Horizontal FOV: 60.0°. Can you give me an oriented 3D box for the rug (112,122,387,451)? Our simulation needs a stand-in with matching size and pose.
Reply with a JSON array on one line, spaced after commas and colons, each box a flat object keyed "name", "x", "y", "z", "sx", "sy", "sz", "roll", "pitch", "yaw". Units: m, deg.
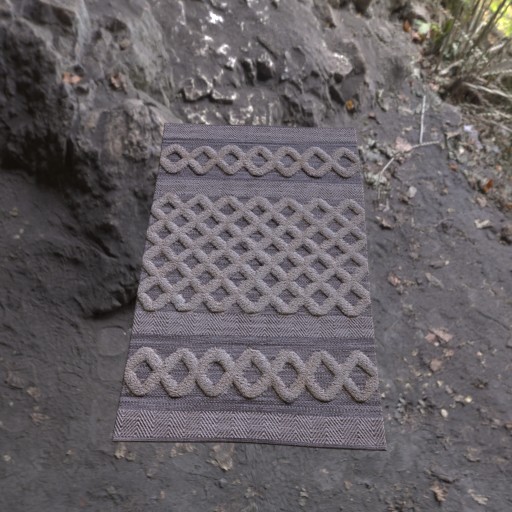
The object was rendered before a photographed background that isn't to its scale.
[{"name": "rug", "x": 0.000, "y": 0.000, "z": 2.944, "sx": 1.513, "sy": 0.033, "sz": 2.333, "roll": 2, "pitch": 63, "yaw": 1}]
